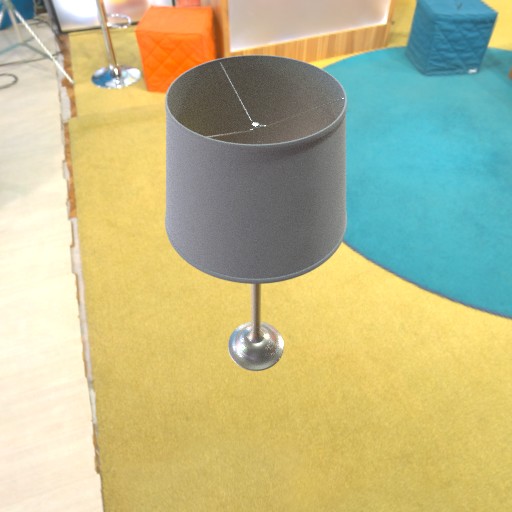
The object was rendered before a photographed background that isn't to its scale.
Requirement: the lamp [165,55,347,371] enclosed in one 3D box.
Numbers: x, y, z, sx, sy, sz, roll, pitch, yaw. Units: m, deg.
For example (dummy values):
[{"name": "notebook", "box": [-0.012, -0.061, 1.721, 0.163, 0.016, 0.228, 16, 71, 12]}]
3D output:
[{"name": "lamp", "box": [0.000, 0.000, 0.900, 0.331, 0.698, 0.331, 0, 48, 0]}]
